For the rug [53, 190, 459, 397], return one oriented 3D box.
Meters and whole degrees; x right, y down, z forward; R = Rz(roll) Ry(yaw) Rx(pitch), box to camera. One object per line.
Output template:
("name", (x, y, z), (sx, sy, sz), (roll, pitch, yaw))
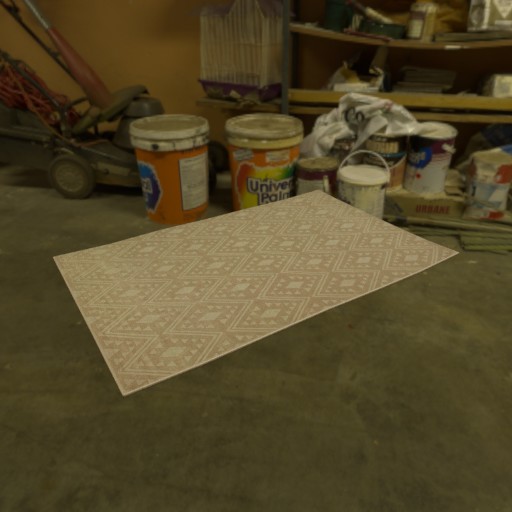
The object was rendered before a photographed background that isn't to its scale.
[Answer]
("rug", (0.000, 0.000, 3.141), (2.430, 0.053, 1.553), (-17, 33, -28))
